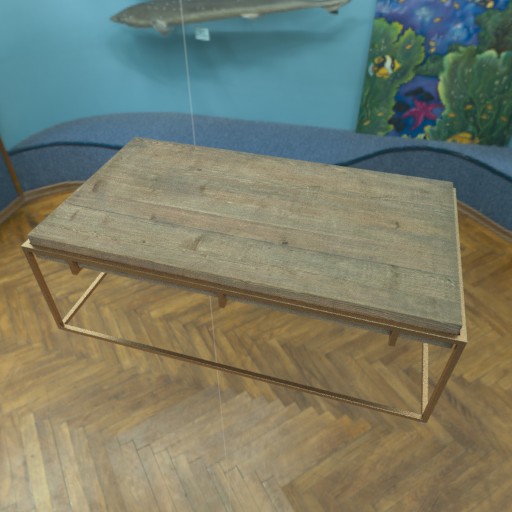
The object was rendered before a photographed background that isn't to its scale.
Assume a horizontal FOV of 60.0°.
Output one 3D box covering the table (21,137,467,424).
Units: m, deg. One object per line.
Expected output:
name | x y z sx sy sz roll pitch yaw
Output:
table | 0.000 0.000 1.720 1.387 0.468 0.775 11 42 12
